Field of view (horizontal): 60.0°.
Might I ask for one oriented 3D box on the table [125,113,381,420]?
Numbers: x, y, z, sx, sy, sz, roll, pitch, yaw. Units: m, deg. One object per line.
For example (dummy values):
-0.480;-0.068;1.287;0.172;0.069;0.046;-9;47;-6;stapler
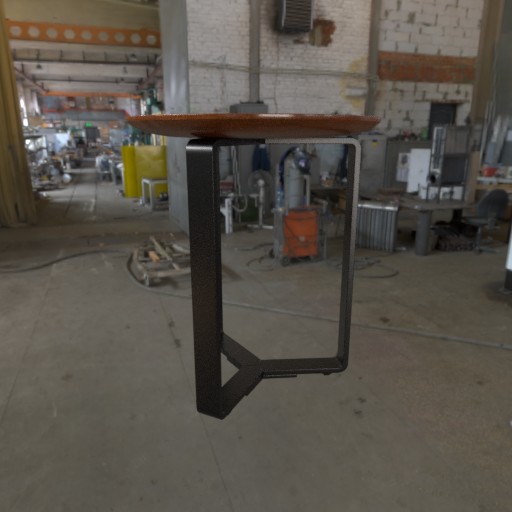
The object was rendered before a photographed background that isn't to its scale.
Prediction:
0.000;0.000;0.759;0.380;0.450;0.410;8;17;25;table
